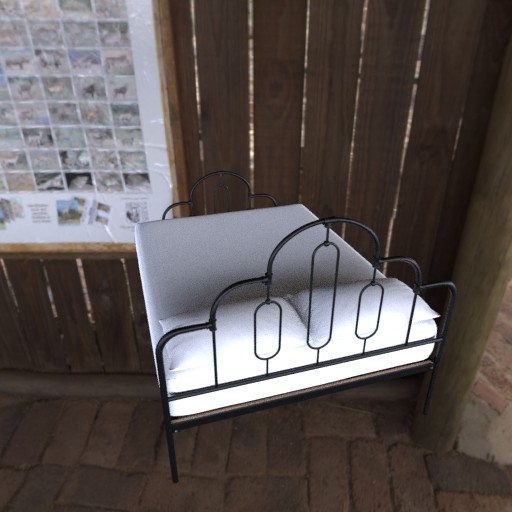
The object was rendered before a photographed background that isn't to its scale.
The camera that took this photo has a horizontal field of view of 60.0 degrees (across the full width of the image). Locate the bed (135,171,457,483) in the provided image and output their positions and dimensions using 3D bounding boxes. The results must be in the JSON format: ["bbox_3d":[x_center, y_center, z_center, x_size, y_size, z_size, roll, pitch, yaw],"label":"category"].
[{"bbox_3d":[0.000,0.000,3.191,1.626,1.444,2.181,-8,28,-15],"label":"bed"}]
